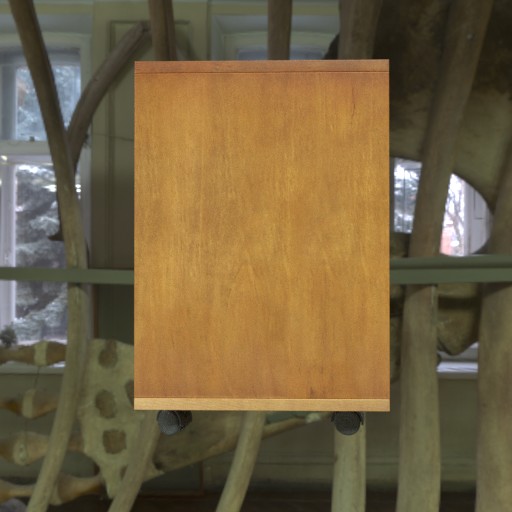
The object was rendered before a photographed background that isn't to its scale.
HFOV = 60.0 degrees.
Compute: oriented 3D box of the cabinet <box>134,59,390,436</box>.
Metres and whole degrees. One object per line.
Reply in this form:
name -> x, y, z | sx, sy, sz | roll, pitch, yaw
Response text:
cabinet -> 0.000, 0.000, 0.861 | 0.401, 0.579, 0.409 | 0, 0, 1
